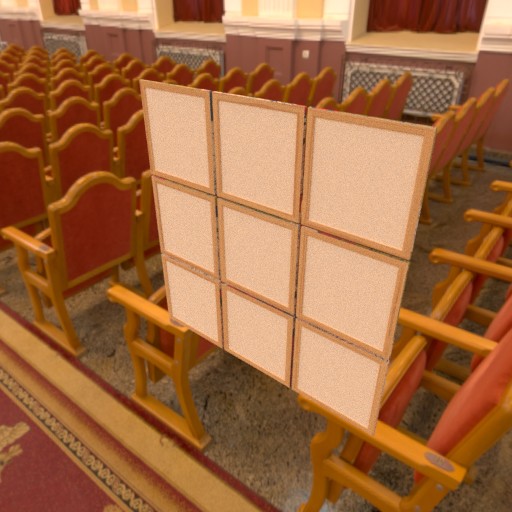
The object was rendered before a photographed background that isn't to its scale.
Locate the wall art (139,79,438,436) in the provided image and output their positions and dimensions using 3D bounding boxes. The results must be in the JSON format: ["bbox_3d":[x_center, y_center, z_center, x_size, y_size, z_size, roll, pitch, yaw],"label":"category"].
[{"bbox_3d":[0.000,0.000,1.785,1.206,1.218,0.013,22,37,33],"label":"wall art"}]
